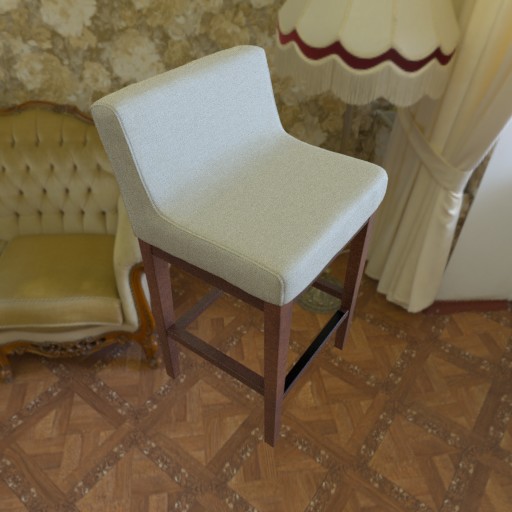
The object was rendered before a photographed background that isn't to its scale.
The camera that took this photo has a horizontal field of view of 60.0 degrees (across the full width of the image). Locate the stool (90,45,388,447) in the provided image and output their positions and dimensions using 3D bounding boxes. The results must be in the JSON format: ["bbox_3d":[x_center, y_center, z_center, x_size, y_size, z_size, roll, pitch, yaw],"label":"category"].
[{"bbox_3d":[0.000,0.000,1.226,0.500,0.937,0.511,25,46,26],"label":"stool"}]
